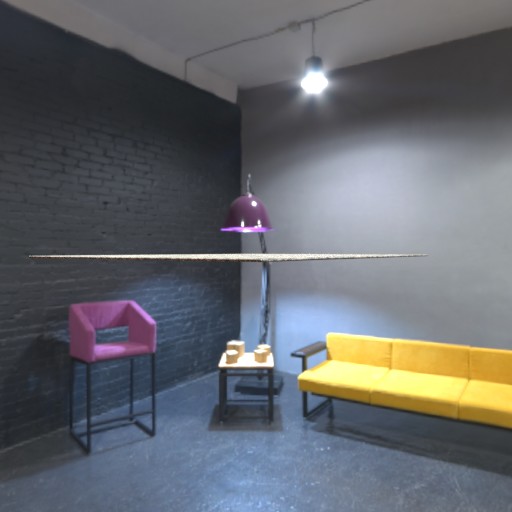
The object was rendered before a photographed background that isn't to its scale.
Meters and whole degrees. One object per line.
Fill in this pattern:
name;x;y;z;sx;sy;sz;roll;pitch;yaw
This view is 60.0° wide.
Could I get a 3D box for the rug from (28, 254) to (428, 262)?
rug;0.000;0.000;3.019;1.676;0.013;2.261;0;1;36
